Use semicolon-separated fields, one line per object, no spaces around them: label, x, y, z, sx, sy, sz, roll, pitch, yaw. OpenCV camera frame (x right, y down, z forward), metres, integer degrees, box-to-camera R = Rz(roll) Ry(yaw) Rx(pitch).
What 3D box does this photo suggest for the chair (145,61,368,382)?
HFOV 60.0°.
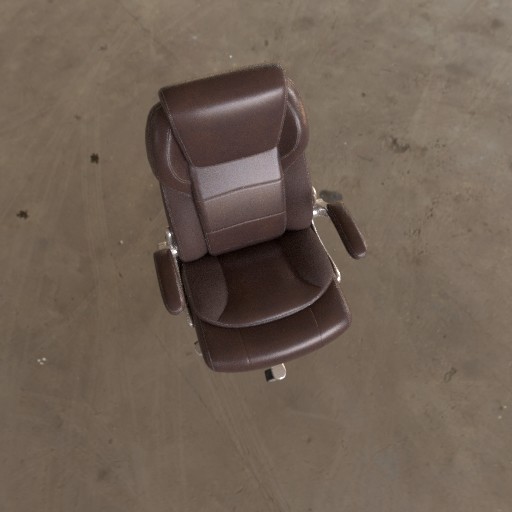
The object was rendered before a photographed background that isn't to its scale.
chair;0.000;0.000;1.693;0.733;1.160;0.774;-16;65;-8
